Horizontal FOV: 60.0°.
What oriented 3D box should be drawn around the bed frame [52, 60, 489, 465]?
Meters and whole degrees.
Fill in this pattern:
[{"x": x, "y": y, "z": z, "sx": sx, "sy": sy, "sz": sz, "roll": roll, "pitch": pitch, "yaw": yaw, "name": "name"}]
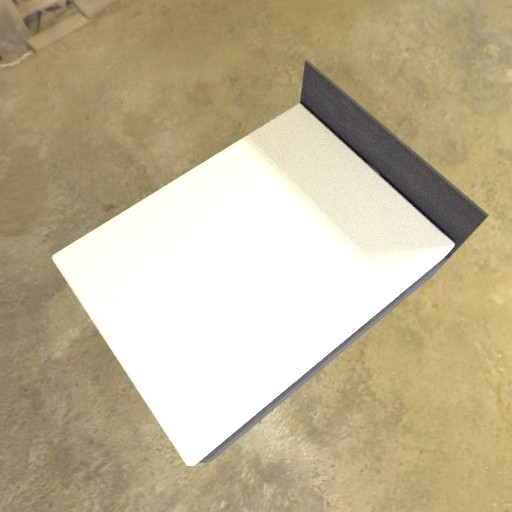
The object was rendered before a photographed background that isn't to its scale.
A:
[{"x": 0.000, "y": 0.000, "z": 2.585, "sx": 1.900, "sy": 0.800, "sz": 1.400, "roll": -35, "pitch": 70, "yaw": -15, "name": "bed frame"}]
